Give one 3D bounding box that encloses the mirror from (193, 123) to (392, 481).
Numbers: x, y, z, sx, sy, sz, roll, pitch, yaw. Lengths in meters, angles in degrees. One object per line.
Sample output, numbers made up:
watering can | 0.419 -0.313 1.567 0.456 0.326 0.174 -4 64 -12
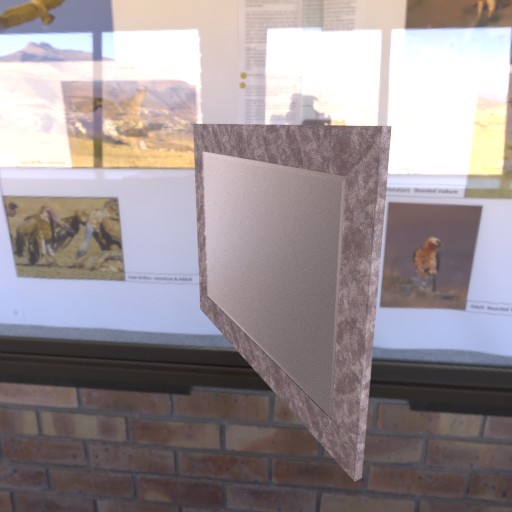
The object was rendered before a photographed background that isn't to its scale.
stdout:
mirror | 0.000 0.000 1.398 0.022 0.795 1.101 -8 19 -25
